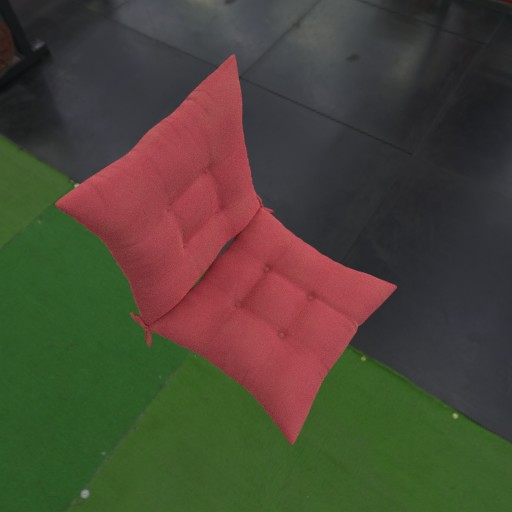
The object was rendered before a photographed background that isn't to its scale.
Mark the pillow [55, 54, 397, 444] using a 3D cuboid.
[{"bbox_3d":[0.000,0.000,1.011,0.585,0.536,0.541,33,65,18],"label":"pillow"}]
